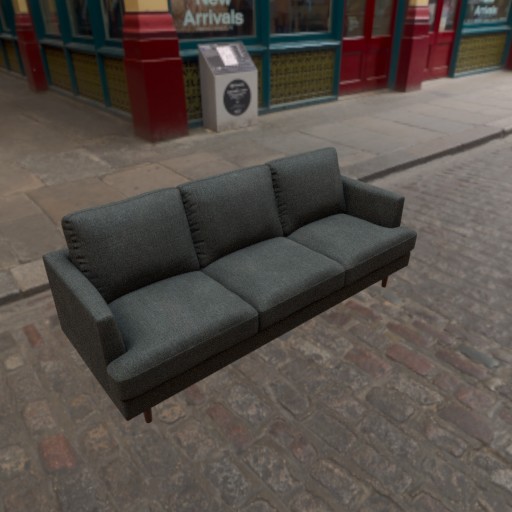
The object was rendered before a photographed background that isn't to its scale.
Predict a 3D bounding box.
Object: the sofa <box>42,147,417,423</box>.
[{"bbox_3d":[0.000,0.000,2.766,2.246,0.930,0.903,-22,36,-34],"label":"sofa"}]
